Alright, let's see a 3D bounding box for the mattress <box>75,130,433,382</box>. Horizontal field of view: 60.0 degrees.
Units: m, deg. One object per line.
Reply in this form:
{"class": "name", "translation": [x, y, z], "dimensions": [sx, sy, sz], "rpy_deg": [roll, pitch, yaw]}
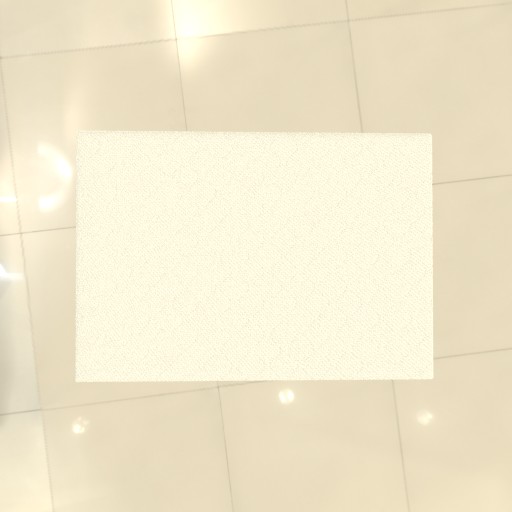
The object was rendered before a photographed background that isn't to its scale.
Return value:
{"class": "mattress", "translation": [0.000, 0.000, 2.545], "dimensions": [2.000, 0.200, 1.400], "rpy_deg": [0, 89, -2]}
